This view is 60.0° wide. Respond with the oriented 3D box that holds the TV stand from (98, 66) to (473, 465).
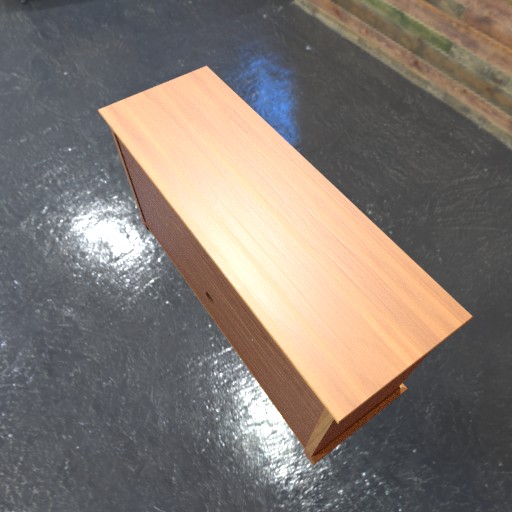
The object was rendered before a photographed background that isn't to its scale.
[{"bbox_3d":[0.000,0.000,1.473,0.417,0.607,1.181,-30,62,-18],"label":"TV stand"}]
